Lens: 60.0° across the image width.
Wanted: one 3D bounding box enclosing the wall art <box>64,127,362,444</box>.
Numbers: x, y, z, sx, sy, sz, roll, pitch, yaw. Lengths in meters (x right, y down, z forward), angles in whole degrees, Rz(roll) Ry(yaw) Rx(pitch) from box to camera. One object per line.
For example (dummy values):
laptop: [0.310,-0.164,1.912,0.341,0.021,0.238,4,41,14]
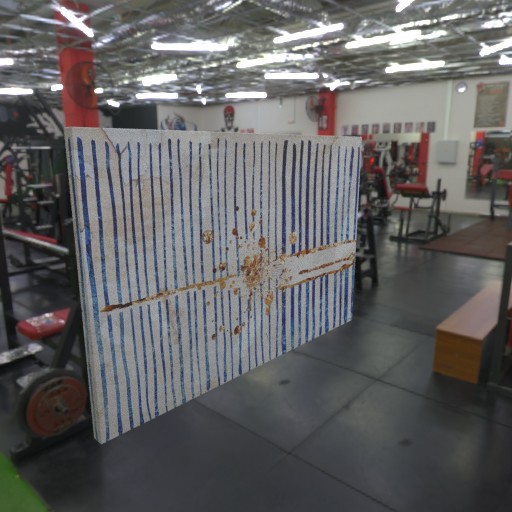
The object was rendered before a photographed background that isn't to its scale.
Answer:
wall art: [0.000,0.000,1.422,0.038,0.757,1.143,13,19,43]
